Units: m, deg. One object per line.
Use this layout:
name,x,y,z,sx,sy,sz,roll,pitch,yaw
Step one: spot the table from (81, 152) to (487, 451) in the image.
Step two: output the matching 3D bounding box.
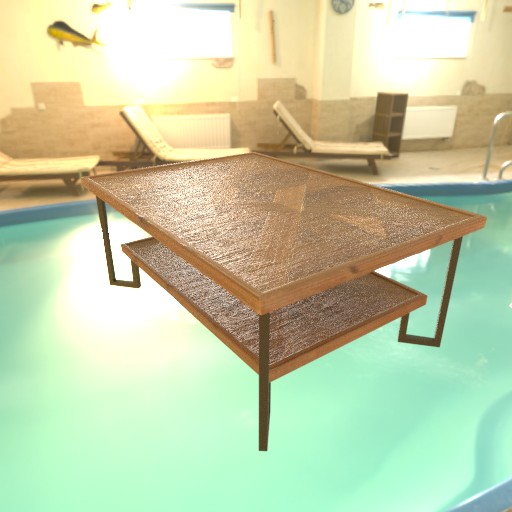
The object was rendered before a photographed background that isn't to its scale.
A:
table,0.000,0.000,1.696,0.877,0.492,1.238,-17,29,-32
